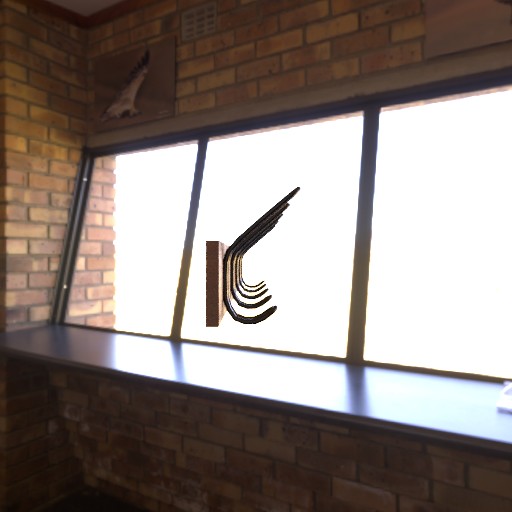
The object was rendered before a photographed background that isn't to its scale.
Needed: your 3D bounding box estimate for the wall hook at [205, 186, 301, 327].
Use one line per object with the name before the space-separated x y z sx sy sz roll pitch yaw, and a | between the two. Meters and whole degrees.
wall hook | 0.000 0.000 0.602 0.076 0.116 0.554 0 0 0
